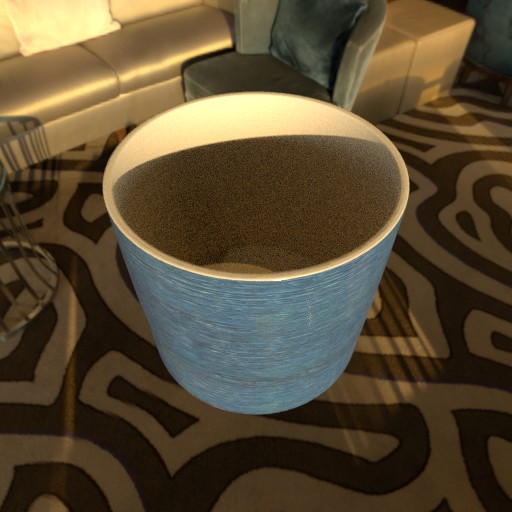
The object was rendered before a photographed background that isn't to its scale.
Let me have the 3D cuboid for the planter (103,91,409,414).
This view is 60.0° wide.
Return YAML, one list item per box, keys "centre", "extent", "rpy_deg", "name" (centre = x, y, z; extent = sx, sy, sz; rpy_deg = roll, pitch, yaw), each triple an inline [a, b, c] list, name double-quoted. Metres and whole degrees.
- centre: [0.000, 0.000, 0.402]
  extent: [0.221, 0.201, 0.221]
  rpy_deg: [0, 48, 0]
  name: "planter"
